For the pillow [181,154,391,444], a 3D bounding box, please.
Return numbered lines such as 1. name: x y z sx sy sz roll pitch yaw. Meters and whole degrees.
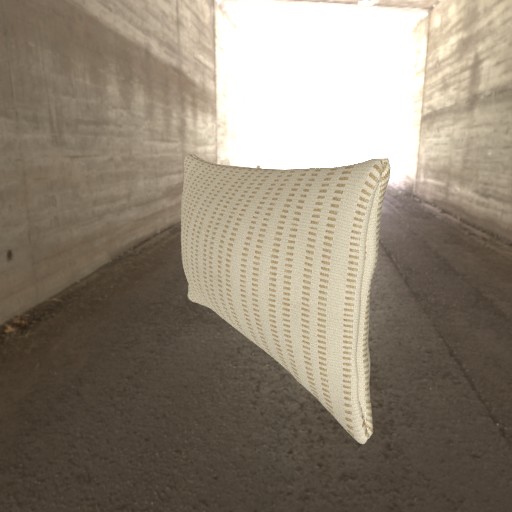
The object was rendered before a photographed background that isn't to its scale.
1. pillow: 0.000 0.000 0.795 0.210 0.353 0.640 -7 15 -27
